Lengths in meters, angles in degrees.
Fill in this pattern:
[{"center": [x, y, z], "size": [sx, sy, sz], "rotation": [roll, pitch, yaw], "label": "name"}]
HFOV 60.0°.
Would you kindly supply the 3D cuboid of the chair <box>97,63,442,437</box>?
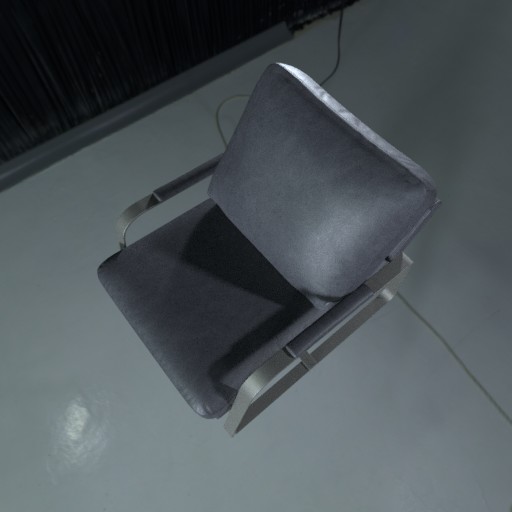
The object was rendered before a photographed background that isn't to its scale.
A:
[{"center": [0.000, 0.000, 1.435], "size": [0.878, 0.839, 0.692], "rotation": [-36, 69, -16], "label": "chair"}]
